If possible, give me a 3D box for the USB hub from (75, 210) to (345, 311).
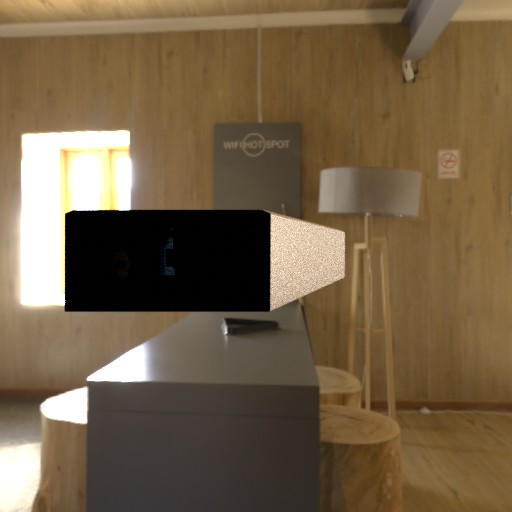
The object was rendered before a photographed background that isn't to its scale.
[{"bbox_3d":[0.000,0.000,0.158,0.044,0.023,0.145,0,1,19],"label":"USB hub"}]
